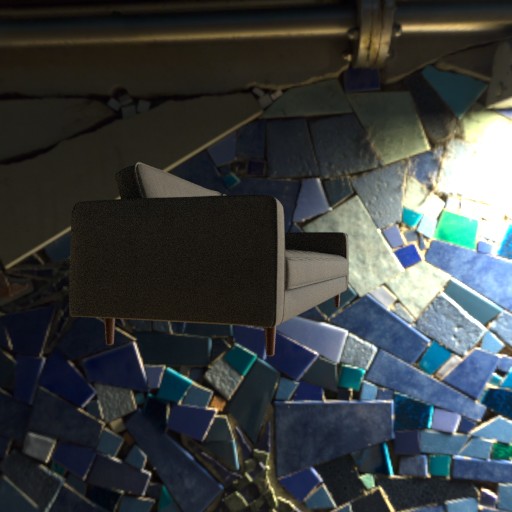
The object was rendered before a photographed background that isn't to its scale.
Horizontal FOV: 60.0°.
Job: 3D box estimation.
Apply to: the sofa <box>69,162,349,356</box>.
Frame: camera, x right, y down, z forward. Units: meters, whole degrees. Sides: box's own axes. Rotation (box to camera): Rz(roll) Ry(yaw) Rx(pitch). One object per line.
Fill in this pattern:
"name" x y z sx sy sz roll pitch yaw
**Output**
"sofa" 0.000 0.000 2.773 0.923 0.813 2.295 0 -1 18
